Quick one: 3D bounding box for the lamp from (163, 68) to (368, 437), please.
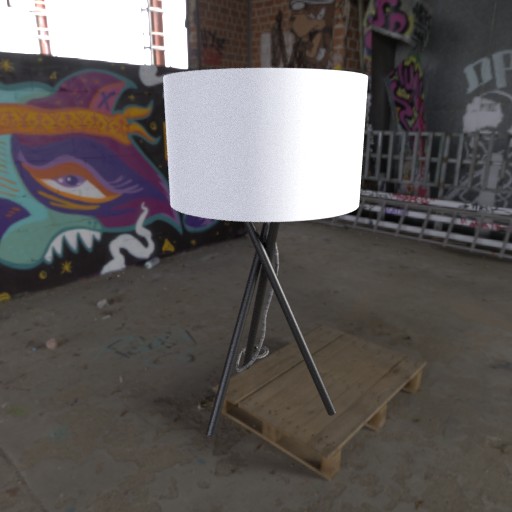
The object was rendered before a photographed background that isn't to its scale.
[{"bbox_3d":[0.000,0.000,0.911,0.353,0.674,0.422,-9,19,-26],"label":"lamp"}]
